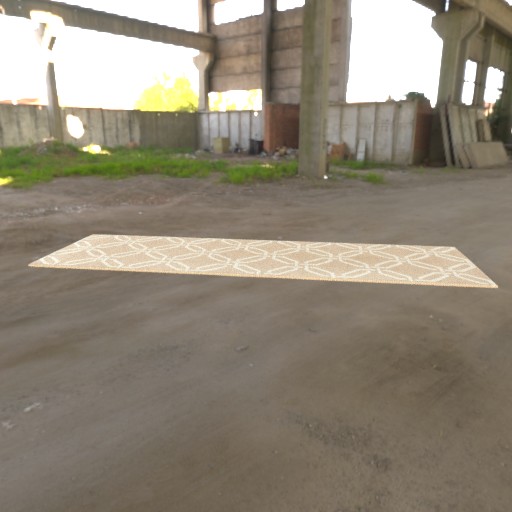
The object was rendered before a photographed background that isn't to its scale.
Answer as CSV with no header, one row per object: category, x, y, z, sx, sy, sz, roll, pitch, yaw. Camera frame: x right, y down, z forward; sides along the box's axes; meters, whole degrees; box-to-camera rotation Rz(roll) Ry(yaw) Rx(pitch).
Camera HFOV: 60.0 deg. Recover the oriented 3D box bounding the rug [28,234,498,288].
rug,0.000,0.000,2.447,2.276,0.014,0.678,2,16,8
